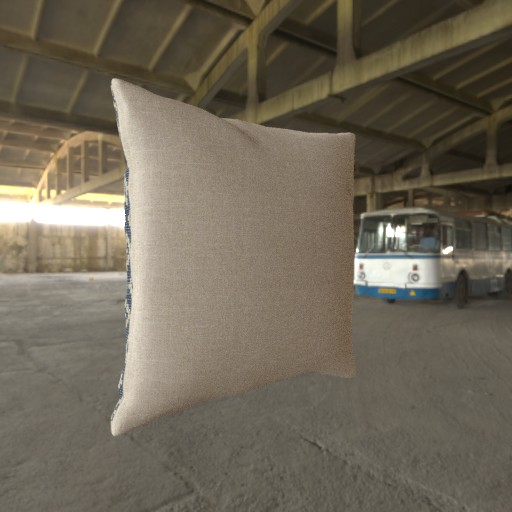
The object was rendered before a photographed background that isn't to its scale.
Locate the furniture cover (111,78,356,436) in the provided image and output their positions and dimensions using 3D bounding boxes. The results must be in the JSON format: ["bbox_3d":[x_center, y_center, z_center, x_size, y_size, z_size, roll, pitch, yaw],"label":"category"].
[{"bbox_3d":[0.000,0.000,0.659,0.431,0.431,0.139,0,0,-37],"label":"furniture cover"}]
